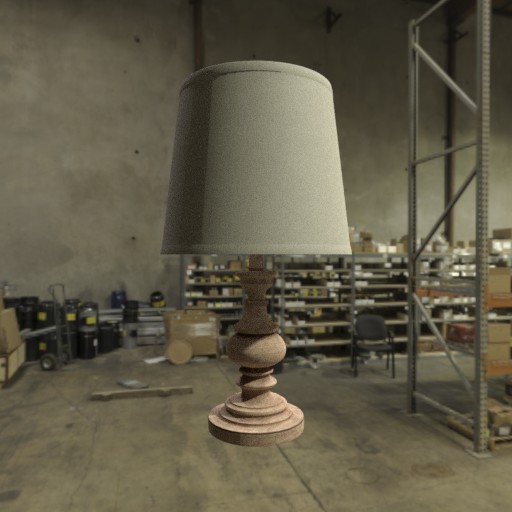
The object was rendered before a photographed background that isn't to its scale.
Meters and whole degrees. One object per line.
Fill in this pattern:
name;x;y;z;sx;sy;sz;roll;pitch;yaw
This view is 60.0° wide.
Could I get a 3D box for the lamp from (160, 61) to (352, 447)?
lamp;0.000;0.000;0.645;0.273;0.497;0.273;0;0;0
